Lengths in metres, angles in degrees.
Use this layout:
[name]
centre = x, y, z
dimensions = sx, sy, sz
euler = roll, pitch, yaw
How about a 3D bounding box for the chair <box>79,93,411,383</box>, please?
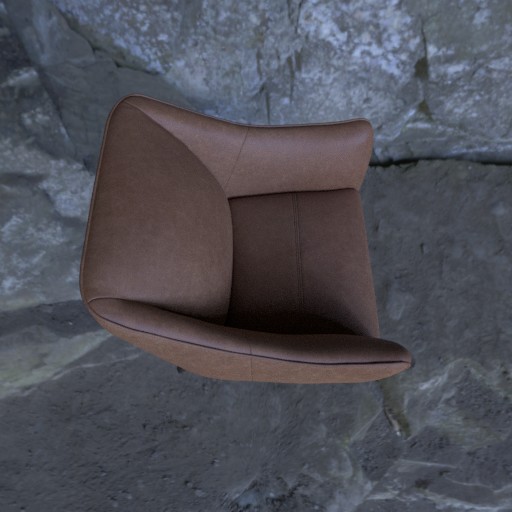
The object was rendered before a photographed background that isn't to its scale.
[chair]
centre = 0.000, 0.000, 1.519
dimensions = 0.852, 0.830, 0.871
euler = -1, 64, 0
